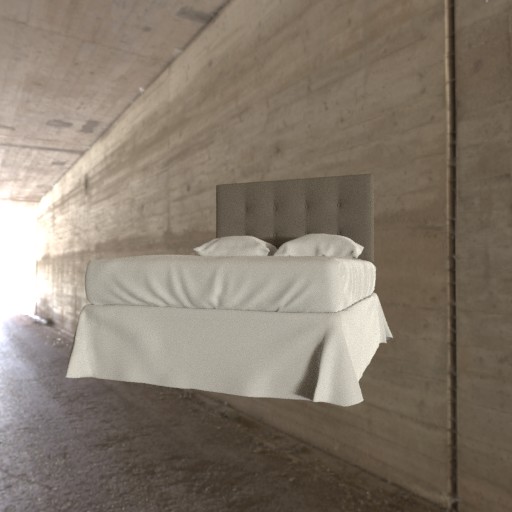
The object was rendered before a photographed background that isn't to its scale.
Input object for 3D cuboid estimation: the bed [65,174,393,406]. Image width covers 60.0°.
[{"bbox_3d":[0.000,0.000,3.508,1.936,1.577,2.222,-1,-1,21],"label":"bed"}]
